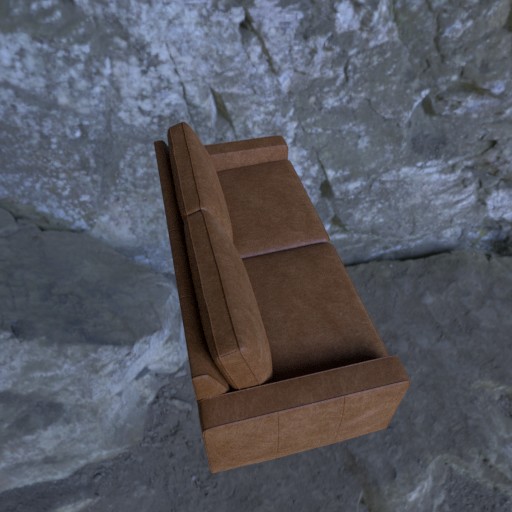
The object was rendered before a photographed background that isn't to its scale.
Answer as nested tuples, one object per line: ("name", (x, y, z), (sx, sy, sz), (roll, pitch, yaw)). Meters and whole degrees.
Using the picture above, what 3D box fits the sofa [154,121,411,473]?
("sofa", (0.000, 0.000, 2.727), (0.991, 0.928, 2.156), (-10, 48, -9))
